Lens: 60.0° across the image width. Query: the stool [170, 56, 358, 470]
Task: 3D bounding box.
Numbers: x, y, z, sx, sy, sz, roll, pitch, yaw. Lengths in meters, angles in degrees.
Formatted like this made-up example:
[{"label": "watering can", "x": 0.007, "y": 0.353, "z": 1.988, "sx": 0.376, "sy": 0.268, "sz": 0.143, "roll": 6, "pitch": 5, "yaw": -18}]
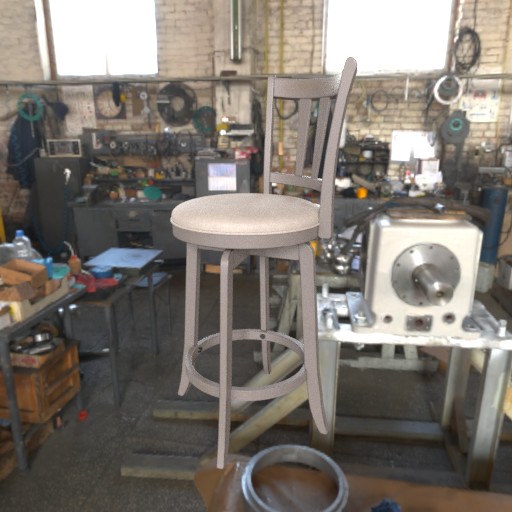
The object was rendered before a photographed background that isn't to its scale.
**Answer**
[{"label": "stool", "x": 0.000, "y": 0.000, "z": 1.277, "sx": 0.475, "sy": 1.023, "sz": 0.436, "roll": -7, "pitch": 17, "yaw": -24}]
